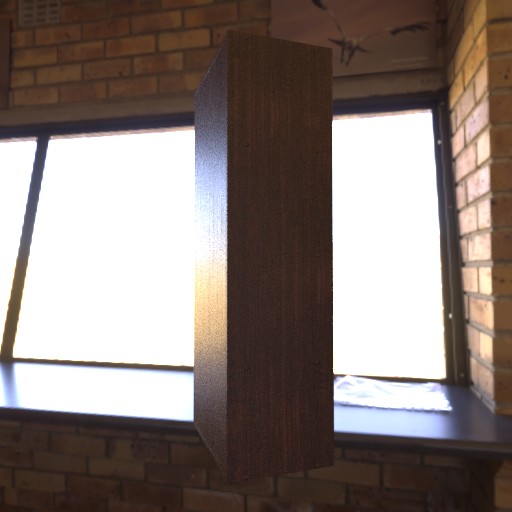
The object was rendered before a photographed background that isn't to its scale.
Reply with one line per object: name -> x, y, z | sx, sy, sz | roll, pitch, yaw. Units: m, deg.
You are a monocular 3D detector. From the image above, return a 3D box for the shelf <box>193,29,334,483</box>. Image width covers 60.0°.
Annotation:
shelf -> 0.000, 0.000, 1.313 | 0.290, 1.099, 0.415 | 1, -2, -19
